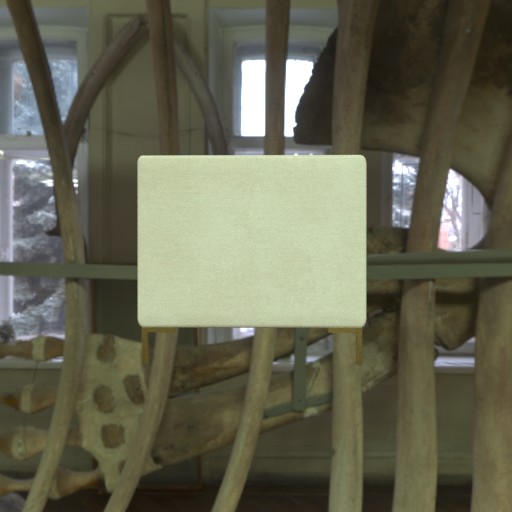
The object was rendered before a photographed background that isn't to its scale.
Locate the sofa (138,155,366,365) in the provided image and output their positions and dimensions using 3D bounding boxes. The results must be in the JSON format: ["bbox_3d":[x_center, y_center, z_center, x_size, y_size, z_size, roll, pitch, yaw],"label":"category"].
[{"bbox_3d":[0.000,0.000,2.293,0.686,0.635,1.981,0,0,1],"label":"sofa"}]
